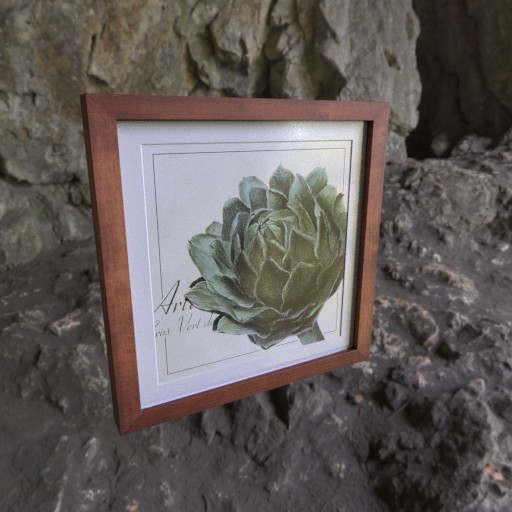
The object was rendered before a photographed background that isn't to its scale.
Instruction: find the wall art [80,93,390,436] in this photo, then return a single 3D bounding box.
[{"bbox_3d":[0.000,0.000,0.577,0.386,0.385,0.038,-9,19,-27],"label":"wall art"}]
